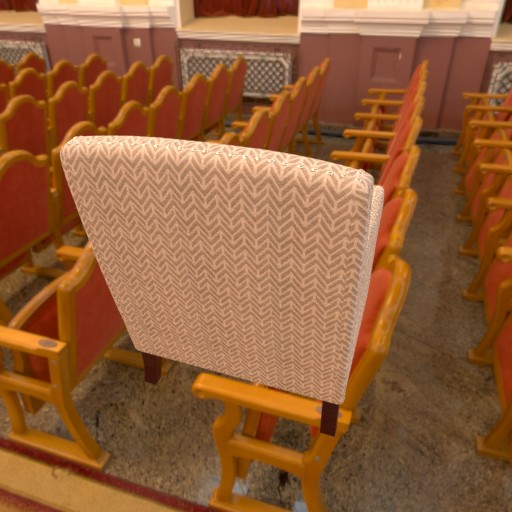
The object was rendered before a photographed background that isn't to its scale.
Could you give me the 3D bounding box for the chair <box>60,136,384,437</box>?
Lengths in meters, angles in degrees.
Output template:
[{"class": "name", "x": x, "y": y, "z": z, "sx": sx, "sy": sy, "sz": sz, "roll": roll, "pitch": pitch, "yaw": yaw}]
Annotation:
[{"class": "chair", "x": 0.000, "y": 0.000, "z": 1.255, "sx": 0.623, "sy": 0.816, "sz": 0.651, "roll": 11, "pitch": 33, "yaw": 16}]
